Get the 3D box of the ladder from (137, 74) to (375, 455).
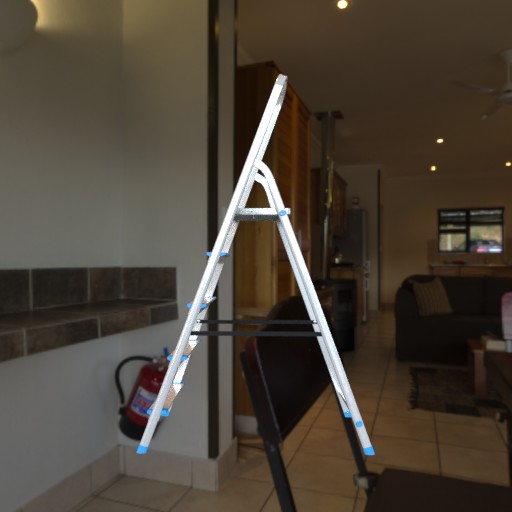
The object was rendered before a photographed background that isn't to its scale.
[{"bbox_3d":[0.000,0.000,2.078,0.990,1.648,0.468,0,-1,1],"label":"ladder"}]
